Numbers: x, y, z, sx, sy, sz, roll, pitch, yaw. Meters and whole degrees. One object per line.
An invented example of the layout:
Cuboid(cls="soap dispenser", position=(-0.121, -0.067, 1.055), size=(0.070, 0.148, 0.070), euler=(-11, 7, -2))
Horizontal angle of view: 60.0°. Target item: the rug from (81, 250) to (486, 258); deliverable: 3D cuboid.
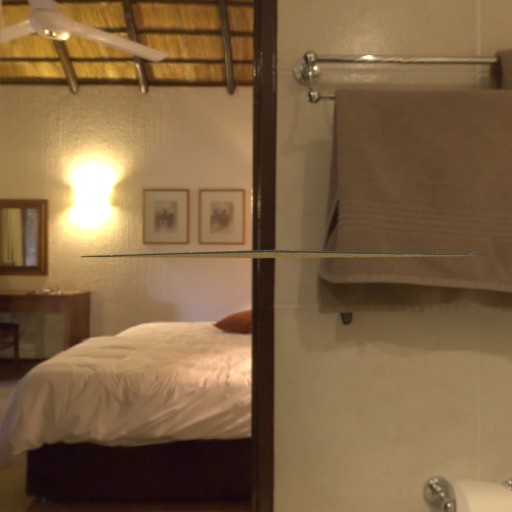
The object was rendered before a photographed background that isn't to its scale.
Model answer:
Cuboid(cls="rug", position=(0.000, 0.000, 4.402), size=(2.432, 0.018, 3.342), euler=(1, -1, -37))
